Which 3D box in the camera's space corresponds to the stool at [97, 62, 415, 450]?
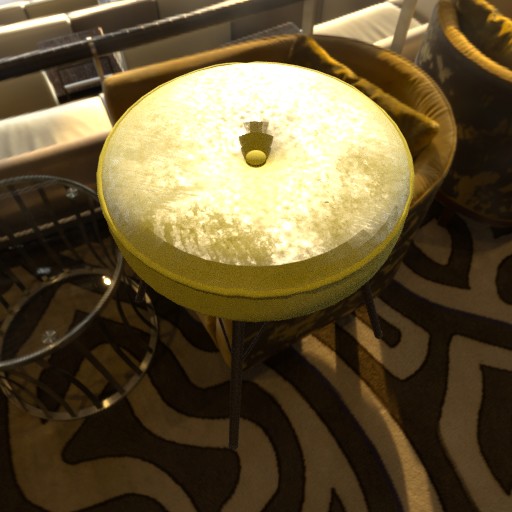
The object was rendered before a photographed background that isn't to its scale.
[{"bbox_3d":[0.000,0.000,0.776,0.409,0.508,0.409,-31,63,-18],"label":"stool"}]
